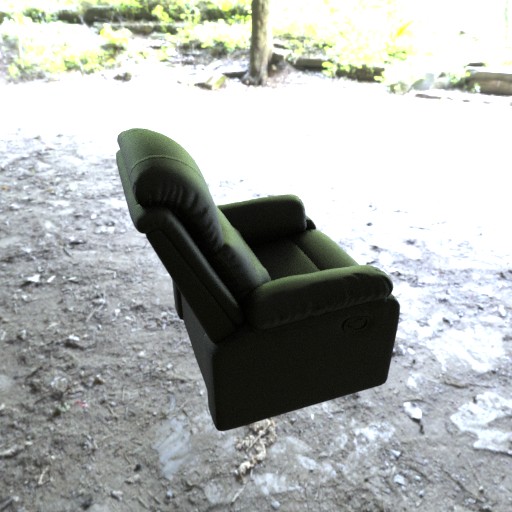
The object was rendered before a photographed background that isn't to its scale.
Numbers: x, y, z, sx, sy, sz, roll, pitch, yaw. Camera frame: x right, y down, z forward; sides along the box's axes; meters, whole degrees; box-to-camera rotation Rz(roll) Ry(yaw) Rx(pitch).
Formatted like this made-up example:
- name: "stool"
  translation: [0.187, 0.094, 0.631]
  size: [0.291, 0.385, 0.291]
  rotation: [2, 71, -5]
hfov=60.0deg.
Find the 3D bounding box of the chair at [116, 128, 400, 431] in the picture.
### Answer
- name: "chair"
  translation: [0.000, 0.000, 1.744]
  size: [0.919, 0.992, 0.855]
  rotation: [-10, 31, -17]
